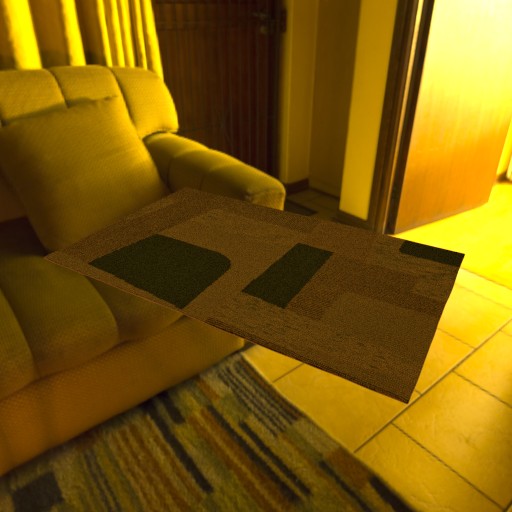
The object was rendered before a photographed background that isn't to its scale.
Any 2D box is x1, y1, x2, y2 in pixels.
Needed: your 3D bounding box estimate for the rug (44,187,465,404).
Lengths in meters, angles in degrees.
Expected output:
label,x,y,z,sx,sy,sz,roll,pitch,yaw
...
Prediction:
label,x,y,z,sx,sy,sz,roll,pitch,yaw
rug,0.000,0.000,3.009,2.436,0.015,1.521,17,34,26
